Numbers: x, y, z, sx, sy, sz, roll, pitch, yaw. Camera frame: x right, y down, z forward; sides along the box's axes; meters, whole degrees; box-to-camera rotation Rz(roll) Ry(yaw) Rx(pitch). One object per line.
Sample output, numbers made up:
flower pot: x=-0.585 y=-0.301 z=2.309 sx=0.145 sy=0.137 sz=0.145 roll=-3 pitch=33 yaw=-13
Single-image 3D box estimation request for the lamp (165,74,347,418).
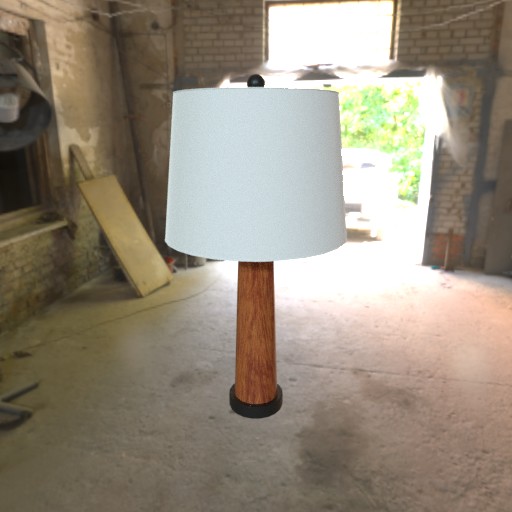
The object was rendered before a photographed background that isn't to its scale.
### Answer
lamp: x=0.000 y=0.000 z=0.875 sx=0.349 sy=0.667 sz=0.349 roll=0 pitch=17 yaw=0
